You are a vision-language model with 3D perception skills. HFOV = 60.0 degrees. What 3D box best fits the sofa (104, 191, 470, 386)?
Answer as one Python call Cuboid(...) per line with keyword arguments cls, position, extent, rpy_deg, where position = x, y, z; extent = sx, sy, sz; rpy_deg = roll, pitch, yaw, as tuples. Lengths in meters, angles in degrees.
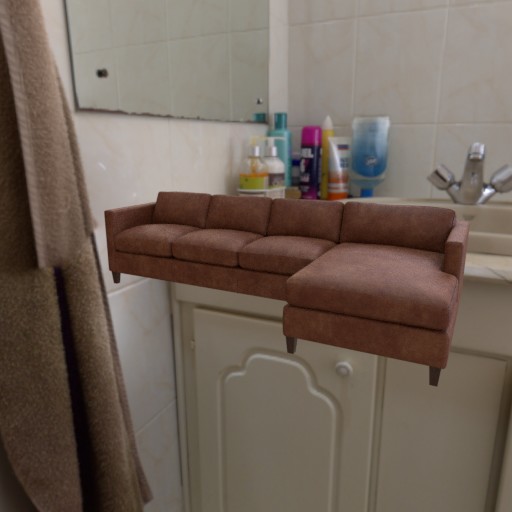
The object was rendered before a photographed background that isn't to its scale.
Cuboid(cls="sofa", position=(0.000, 0.000, 3.793), extent=(3.203, 0.883, 1.581), rpy_deg=(7, 16, 26))
